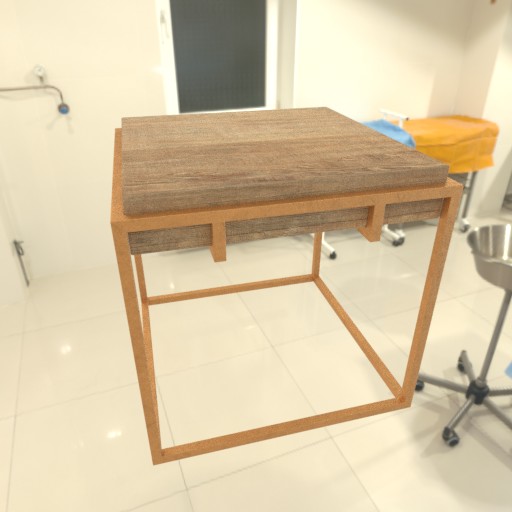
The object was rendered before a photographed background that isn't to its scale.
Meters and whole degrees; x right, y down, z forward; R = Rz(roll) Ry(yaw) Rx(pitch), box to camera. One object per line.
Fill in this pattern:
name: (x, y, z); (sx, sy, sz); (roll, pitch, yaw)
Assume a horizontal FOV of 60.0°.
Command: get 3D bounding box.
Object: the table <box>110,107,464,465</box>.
table: (0.000, 0.000, 1.094); (0.599, 0.584, 0.599); (-7, 30, -13)
